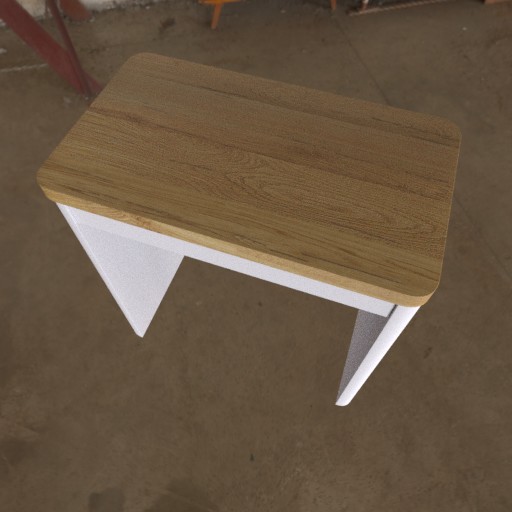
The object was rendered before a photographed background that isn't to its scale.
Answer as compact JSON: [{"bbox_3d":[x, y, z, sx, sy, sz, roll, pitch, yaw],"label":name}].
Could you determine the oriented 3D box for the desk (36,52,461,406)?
[{"bbox_3d":[0.000,0.000,1.214,0.760,0.790,0.440,17,60,10],"label":"desk"}]
